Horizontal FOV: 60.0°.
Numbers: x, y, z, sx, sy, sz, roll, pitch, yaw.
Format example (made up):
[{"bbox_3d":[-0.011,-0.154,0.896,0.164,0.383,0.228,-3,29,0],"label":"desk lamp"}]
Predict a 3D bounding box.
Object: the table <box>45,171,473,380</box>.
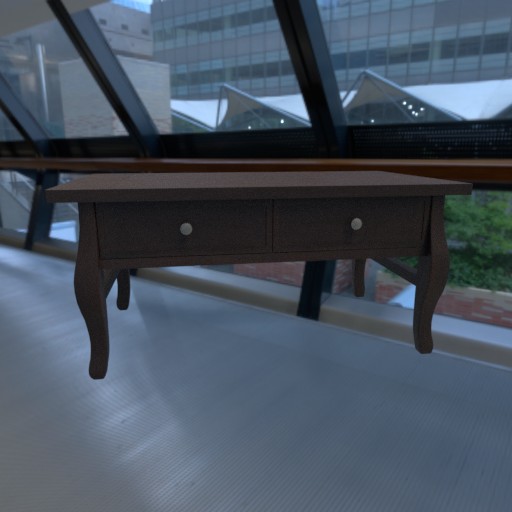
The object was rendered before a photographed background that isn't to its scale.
[{"bbox_3d":[0.000,0.000,1.422,1.062,0.494,0.600,-2,14,-9],"label":"table"}]
